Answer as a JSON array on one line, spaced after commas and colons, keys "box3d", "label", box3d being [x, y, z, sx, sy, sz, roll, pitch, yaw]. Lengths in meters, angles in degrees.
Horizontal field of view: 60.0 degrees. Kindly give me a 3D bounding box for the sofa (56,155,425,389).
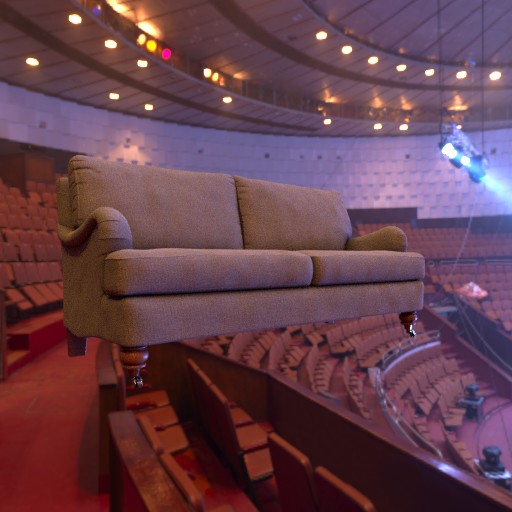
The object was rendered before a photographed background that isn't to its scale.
[{"box3d": [0.000, 0.000, 2.784, 2.193, 1.096, 1.069, 0, 0, -37], "label": "sofa"}]
